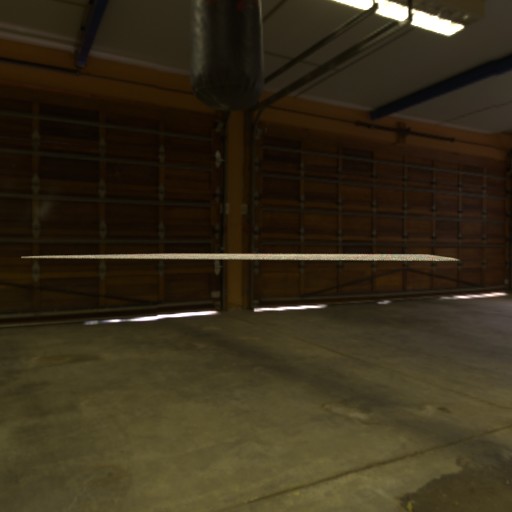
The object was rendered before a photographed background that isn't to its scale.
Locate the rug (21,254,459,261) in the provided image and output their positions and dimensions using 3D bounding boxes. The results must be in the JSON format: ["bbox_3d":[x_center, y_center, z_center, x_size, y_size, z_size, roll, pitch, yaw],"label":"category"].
[{"bbox_3d":[0.000,0.000,2.876,2.214,0.013,1.609,0,1,17],"label":"rug"}]
